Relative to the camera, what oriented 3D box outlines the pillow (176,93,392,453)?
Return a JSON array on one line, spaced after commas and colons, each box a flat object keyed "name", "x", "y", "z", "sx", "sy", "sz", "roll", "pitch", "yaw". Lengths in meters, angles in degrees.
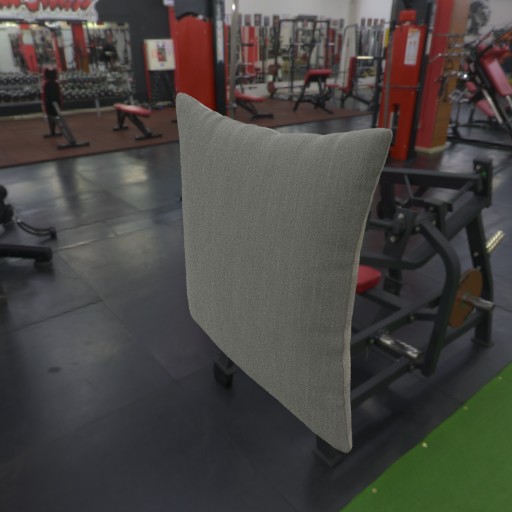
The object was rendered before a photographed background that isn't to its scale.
[{"name": "pillow", "x": 0.000, "y": 0.000, "z": 0.787, "sx": 0.161, "sy": 0.509, "sz": 0.511, "roll": -17, "pitch": 31, "yaw": -32}]
